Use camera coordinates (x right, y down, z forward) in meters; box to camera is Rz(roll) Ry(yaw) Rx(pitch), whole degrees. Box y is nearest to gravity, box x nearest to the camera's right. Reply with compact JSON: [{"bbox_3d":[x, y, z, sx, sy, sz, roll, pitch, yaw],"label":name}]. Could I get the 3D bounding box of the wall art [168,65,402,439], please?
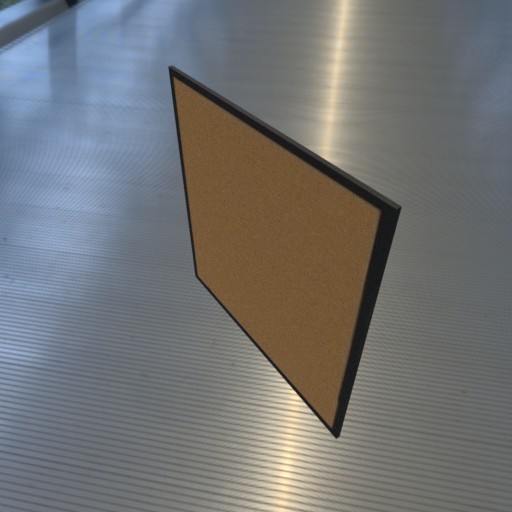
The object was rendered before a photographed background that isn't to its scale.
[{"bbox_3d":[0.000,0.000,1.264,0.013,0.823,0.823,-26,48,-25],"label":"wall art"}]
